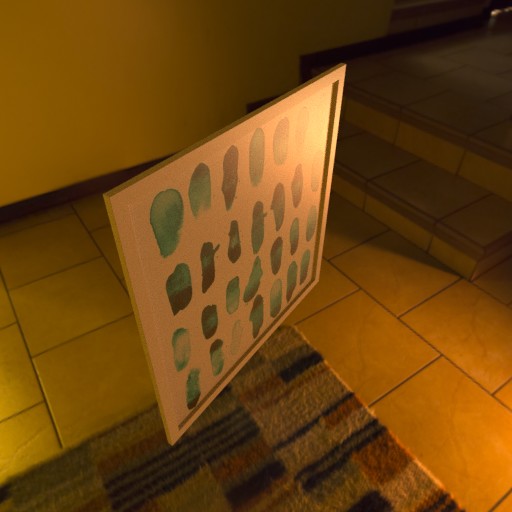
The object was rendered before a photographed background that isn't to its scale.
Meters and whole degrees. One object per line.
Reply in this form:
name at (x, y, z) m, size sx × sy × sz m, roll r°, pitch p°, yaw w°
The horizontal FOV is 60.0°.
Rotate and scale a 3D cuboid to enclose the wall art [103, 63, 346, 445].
wall art at (0.000, 0.000, 0.684) m, size 0.009 × 0.457 × 0.456 m, roll 25°, pitch 47°, yaw 26°
